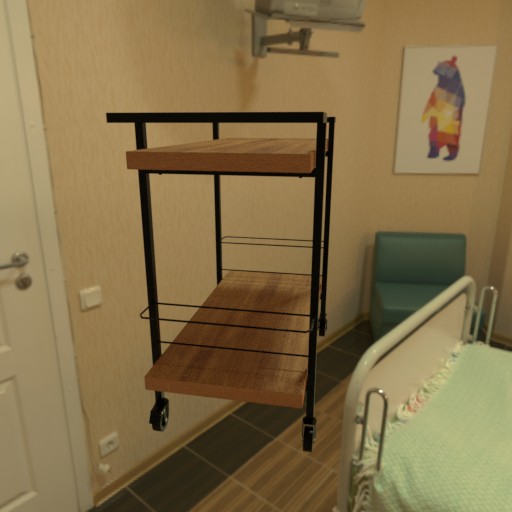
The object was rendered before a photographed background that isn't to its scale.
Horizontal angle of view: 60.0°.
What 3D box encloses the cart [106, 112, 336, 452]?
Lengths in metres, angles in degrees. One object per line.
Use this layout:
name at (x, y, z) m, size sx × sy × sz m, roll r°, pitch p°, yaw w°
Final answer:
cart at (0.000, 0.000, 1.262) m, size 0.406 × 0.762 × 0.806 m, roll 3°, pitch 17°, yaw 11°
